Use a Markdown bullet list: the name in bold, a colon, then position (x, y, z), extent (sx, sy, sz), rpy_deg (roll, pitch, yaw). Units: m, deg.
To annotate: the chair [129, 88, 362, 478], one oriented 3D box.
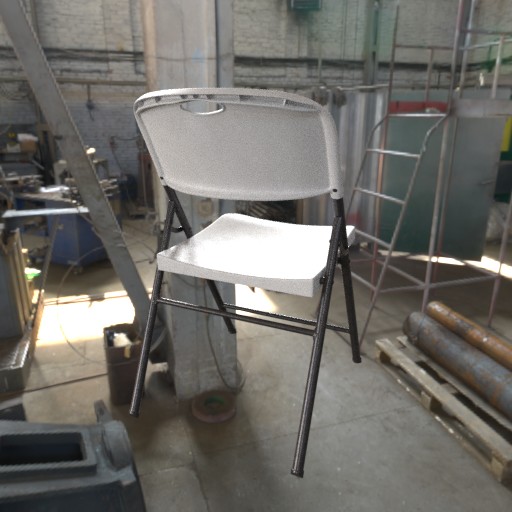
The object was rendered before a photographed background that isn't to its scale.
- **chair**: position (0.000, 0.000, 1.183), extent (0.494, 0.810, 0.566), rpy_deg (8, 19, 25)
